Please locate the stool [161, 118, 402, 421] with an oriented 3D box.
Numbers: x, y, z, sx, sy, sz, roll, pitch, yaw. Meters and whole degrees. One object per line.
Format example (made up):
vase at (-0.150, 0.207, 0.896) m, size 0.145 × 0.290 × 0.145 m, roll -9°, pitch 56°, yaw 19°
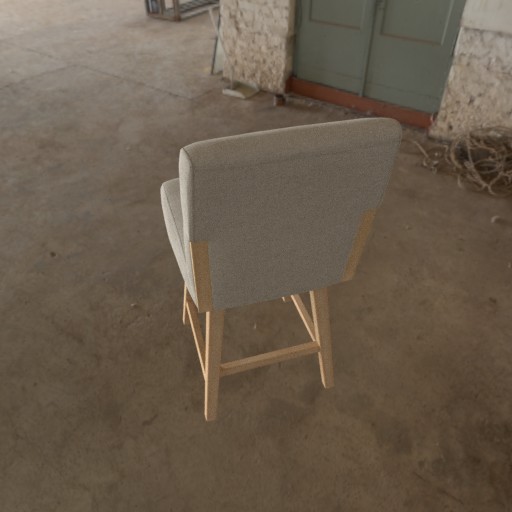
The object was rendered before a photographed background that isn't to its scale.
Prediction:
stool at (0.000, 0.000, 1.398) m, size 0.507 × 1.085 × 0.606 m, roll -11°, pitch 42°, yaw -13°
